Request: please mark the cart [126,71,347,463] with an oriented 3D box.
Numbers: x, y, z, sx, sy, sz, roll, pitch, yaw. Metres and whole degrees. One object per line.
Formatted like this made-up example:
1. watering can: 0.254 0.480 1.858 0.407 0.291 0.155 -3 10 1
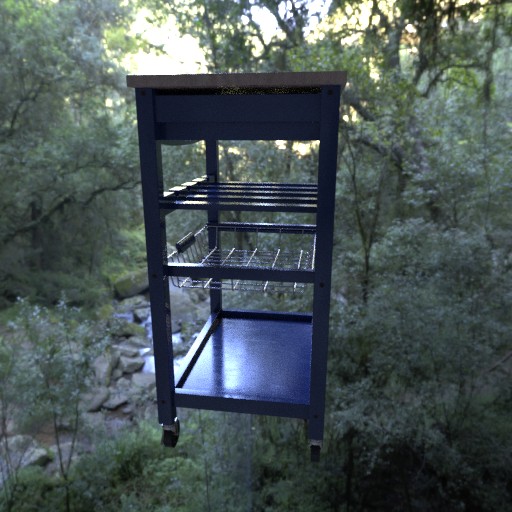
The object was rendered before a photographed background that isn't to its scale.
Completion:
1. cart: 0.000 0.000 1.176 0.403 0.839 0.584 2 16 8
